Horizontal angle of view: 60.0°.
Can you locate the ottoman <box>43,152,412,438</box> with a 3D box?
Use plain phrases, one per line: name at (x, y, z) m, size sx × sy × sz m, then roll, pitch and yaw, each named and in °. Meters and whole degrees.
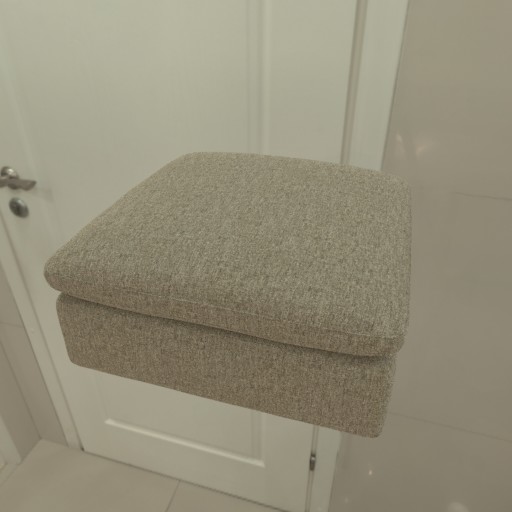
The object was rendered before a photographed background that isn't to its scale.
ottoman at (0.000, 0.000, 1.626) m, size 1.039 × 0.526 × 1.035 m, roll 9°, pitch 33°, yaw 14°
